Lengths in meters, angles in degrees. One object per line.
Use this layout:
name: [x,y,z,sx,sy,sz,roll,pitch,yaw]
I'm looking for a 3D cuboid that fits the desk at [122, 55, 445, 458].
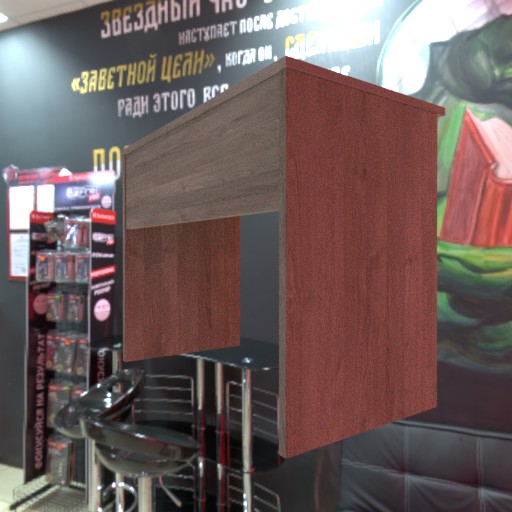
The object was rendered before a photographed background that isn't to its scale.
desk: [0.000,0.000,1.302,0.498,0.724,0.893,0,1,-35]
